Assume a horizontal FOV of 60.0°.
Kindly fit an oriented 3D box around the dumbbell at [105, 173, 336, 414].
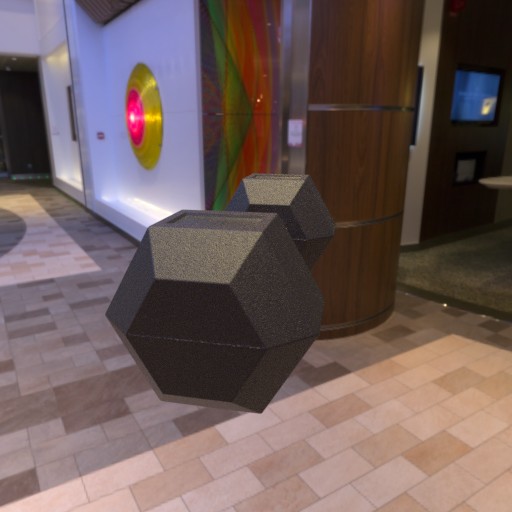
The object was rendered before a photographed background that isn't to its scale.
[{"bbox_3d":[0.000,0.000,0.423,0.141,0.123,0.356,3,17,11],"label":"dumbbell"}]
